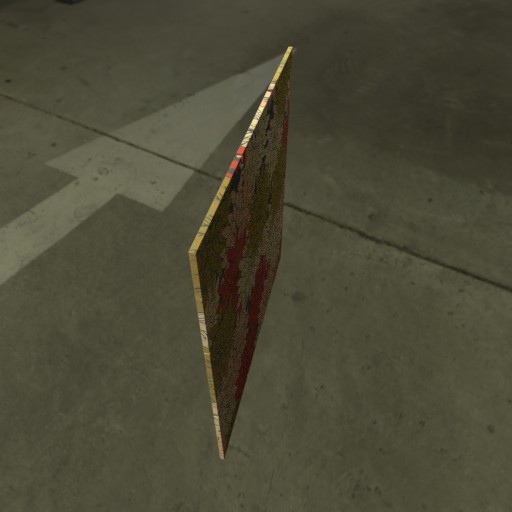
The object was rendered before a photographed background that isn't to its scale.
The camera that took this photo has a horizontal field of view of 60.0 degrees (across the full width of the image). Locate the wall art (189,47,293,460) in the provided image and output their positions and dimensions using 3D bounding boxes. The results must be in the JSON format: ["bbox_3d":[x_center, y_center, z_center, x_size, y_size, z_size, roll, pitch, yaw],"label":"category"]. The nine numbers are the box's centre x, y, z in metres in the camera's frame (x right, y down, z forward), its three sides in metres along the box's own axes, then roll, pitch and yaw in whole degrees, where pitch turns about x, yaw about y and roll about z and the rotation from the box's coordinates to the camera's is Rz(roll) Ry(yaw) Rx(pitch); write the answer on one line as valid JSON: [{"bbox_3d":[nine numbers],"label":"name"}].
[{"bbox_3d":[0.000,0.000,1.361,0.013,0.913,0.904,10,46,9],"label":"wall art"}]
